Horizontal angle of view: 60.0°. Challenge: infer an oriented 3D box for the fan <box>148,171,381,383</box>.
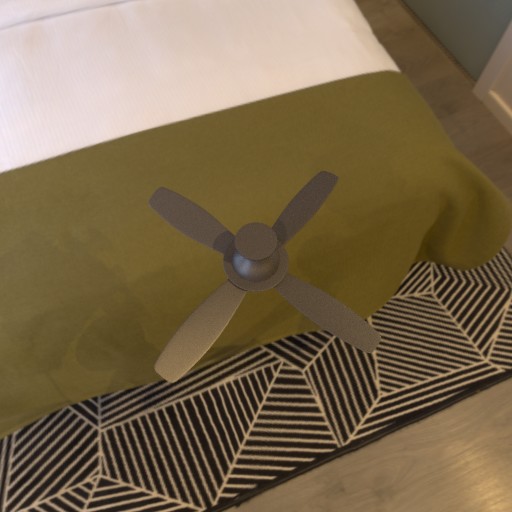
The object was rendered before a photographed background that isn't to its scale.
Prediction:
[{"bbox_3d":[0.000,0.000,2.607,1.694,0.382,1.694,34,68,16],"label":"fan"}]
